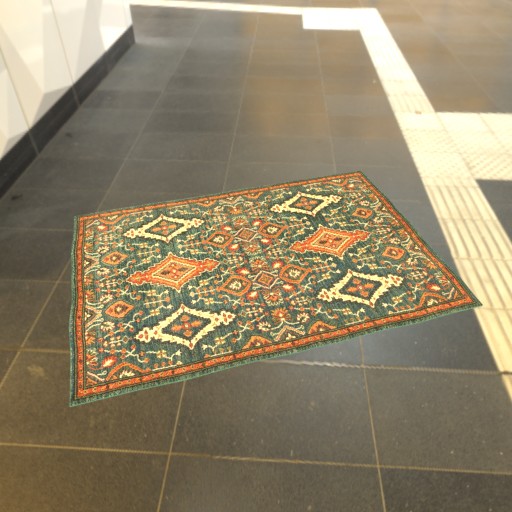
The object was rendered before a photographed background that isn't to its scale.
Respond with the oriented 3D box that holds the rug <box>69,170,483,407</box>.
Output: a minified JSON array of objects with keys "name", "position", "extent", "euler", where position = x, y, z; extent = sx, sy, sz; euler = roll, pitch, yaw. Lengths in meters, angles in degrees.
[{"name":"rug","position":[0.000,0.000,2.962],"extent":[2.373,0.009,1.622],"euler":[-11,43,-12]}]
